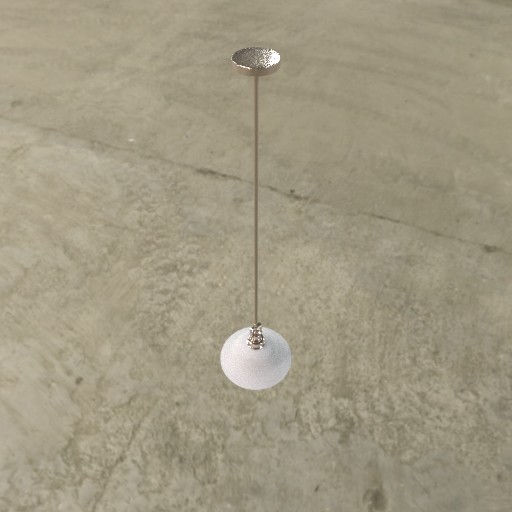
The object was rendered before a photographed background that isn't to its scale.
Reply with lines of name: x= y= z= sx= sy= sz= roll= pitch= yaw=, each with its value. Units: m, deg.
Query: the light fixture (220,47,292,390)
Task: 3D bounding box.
light fixture: x=0.000 y=0.000 z=1.521 sx=0.324 sy=1.354 sz=0.324 roll=-31 pitch=55 yaw=-26
